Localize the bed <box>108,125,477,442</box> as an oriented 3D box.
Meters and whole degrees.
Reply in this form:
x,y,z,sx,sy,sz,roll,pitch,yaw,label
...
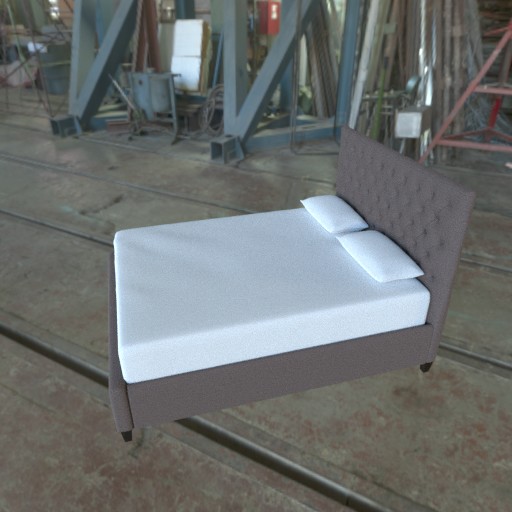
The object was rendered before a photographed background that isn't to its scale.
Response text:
x,y,z,sx,sy,sz,roll,pitch,yaw,label
0.000,0.000,3.337,2.233,1.426,1.696,-8,31,-14,bed
